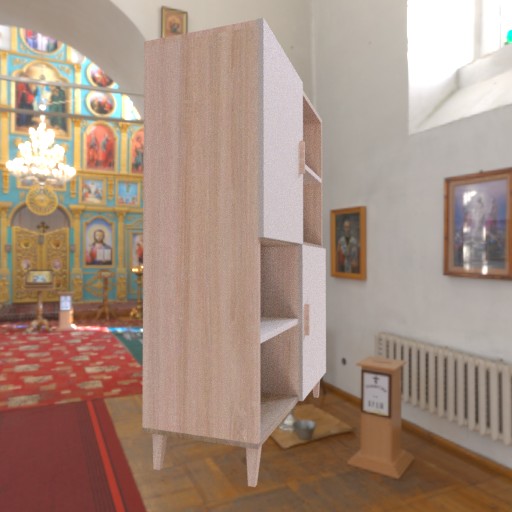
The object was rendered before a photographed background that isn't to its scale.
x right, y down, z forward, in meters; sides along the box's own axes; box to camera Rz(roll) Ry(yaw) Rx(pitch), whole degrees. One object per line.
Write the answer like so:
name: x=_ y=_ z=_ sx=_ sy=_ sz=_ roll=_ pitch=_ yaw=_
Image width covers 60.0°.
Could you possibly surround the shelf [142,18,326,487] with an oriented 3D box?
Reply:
shelf: x=0.000 y=0.000 z=1.847 sx=0.434 sy=1.405 sz=0.995 roll=0 pitch=-1 yaw=19
